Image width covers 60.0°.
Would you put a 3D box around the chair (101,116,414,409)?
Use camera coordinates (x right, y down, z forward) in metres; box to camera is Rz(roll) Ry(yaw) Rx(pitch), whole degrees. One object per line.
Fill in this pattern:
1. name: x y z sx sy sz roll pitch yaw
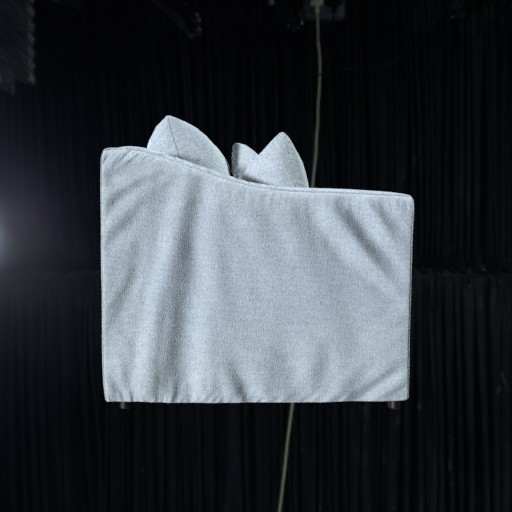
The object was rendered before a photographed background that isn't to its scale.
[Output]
1. chair: 0.000 0.000 2.061 1.071 1.059 1.194 0 1 0
